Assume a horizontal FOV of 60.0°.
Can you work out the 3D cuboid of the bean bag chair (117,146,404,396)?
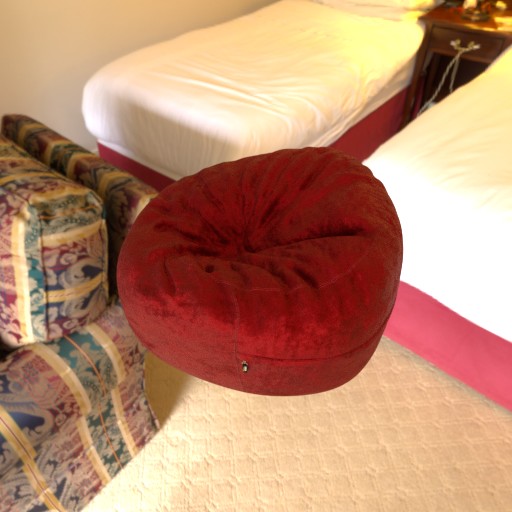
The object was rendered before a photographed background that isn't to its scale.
[{"bbox_3d":[0.000,0.000,2.501,1.524,0.878,1.524,1,43,2],"label":"bean bag chair"}]
